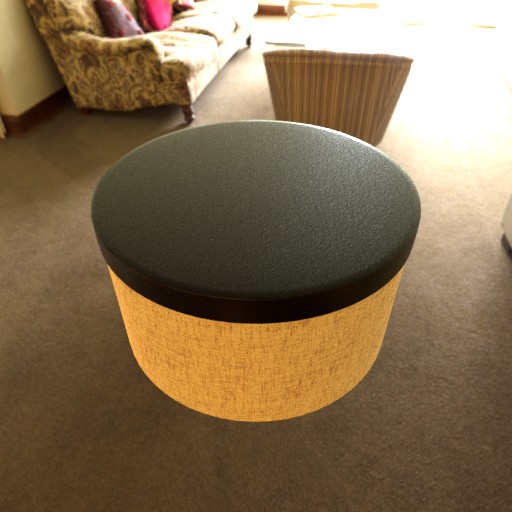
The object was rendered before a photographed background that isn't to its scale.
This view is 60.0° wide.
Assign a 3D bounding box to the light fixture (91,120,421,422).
[{"bbox_3d":[0.000,0.000,0.615,0.389,0.229,0.389,0,40,0],"label":"light fixture"}]
